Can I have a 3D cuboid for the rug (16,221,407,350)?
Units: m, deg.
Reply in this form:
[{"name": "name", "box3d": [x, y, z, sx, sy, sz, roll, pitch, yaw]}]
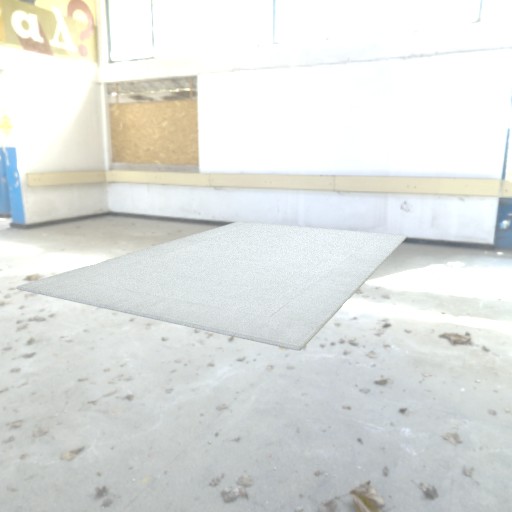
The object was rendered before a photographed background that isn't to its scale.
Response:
[{"name": "rug", "box3d": [0.000, 0.000, 2.285, 1.219, 0.013, 1.829, 7, 15, 26]}]
